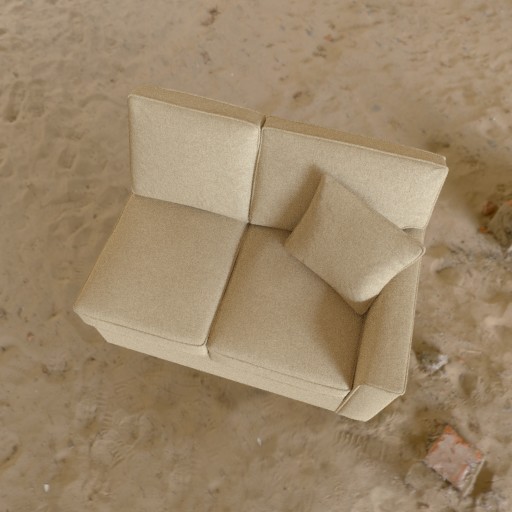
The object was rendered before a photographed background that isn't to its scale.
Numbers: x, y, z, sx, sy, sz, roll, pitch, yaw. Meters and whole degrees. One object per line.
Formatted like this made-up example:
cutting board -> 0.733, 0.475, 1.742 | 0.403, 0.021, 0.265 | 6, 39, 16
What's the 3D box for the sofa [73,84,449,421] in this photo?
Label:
sofa -> 0.000, 0.000, 2.019 | 1.388, 0.989, 0.991 | 15, 61, 8
